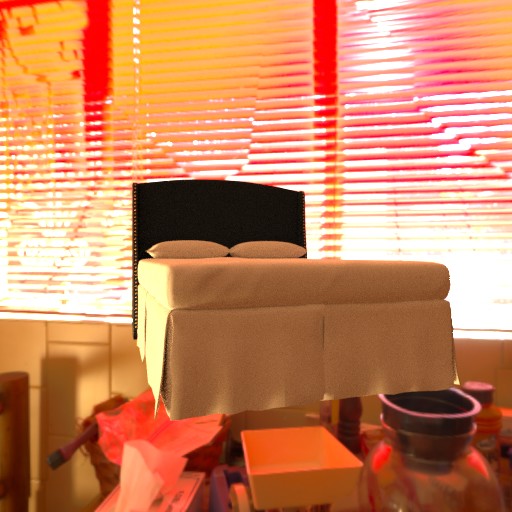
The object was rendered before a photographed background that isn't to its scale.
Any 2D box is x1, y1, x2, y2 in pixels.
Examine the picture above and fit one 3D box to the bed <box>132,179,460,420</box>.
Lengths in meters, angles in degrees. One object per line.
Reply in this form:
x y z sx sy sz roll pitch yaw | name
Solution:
0.000 0.000 3.125 1.604 1.402 2.223 0 0 -18 | bed
